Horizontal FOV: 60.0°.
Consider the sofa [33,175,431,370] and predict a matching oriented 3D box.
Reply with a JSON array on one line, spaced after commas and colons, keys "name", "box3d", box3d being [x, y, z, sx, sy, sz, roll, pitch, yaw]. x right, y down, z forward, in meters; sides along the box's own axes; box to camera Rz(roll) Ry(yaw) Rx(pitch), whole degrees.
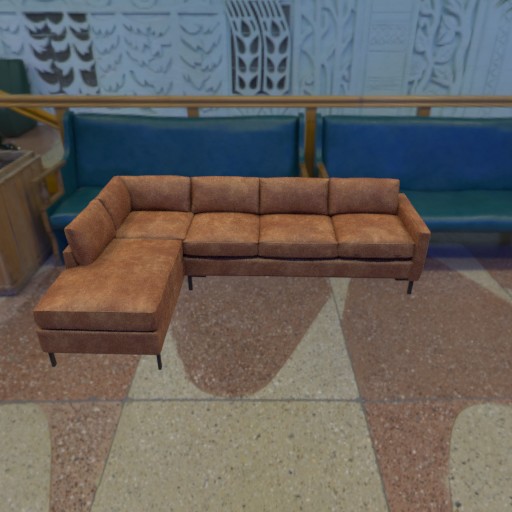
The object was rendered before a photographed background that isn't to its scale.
[{"name": "sofa", "box3d": [0.000, 0.000, 3.797, 2.984, 0.877, 1.938, 1, 29, 2]}]
